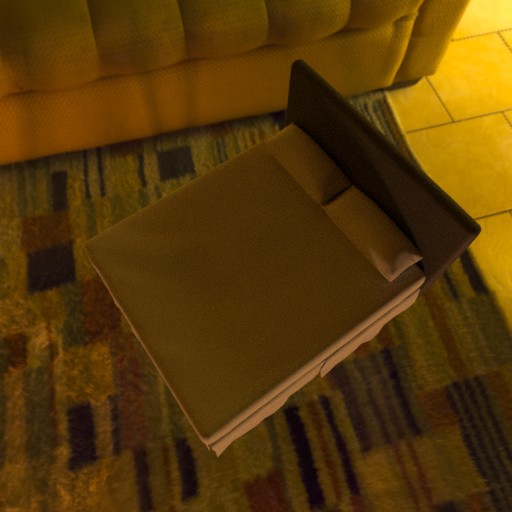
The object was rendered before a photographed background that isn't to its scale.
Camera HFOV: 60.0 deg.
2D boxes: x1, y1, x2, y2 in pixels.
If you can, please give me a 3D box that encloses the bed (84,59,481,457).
[{"bbox_3d":[0.000,0.000,3.323,2.142,1.330,1.884,-33,69,-15],"label":"bed"}]
